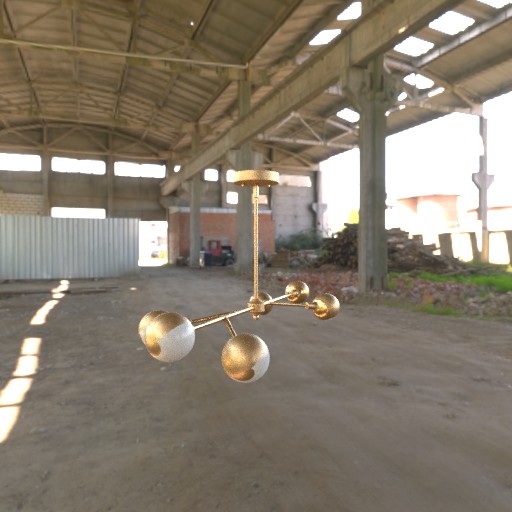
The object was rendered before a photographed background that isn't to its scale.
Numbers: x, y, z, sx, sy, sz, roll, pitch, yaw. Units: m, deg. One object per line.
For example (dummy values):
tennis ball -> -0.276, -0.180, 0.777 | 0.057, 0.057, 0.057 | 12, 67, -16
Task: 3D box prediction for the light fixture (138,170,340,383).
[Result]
light fixture -> 0.000, 0.000, 0.982 | 0.434, 0.362, 0.778 | 0, 1, 36
